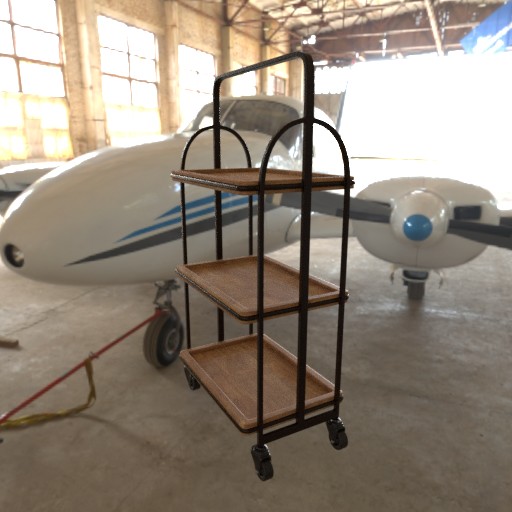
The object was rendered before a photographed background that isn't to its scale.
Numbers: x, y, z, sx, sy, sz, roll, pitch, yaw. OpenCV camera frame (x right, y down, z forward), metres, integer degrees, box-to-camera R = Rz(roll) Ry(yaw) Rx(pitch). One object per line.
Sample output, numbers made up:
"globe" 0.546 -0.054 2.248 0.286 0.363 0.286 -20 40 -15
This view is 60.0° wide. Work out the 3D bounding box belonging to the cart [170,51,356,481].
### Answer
"cart" 0.000 0.000 1.246 0.327 1.001 0.553 -8 16 -28
